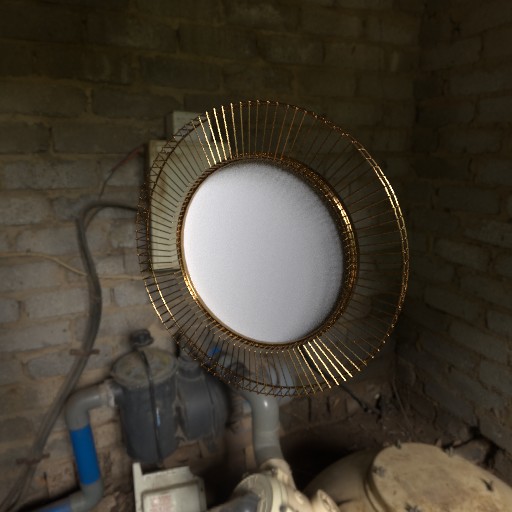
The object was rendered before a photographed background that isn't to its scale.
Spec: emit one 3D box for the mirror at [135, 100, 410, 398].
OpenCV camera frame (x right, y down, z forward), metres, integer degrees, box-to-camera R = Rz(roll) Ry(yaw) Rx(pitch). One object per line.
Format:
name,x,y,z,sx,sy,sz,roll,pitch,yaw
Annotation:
mirror,0.000,0.000,1.064,0.703,0.703,0.067,7,16,27
